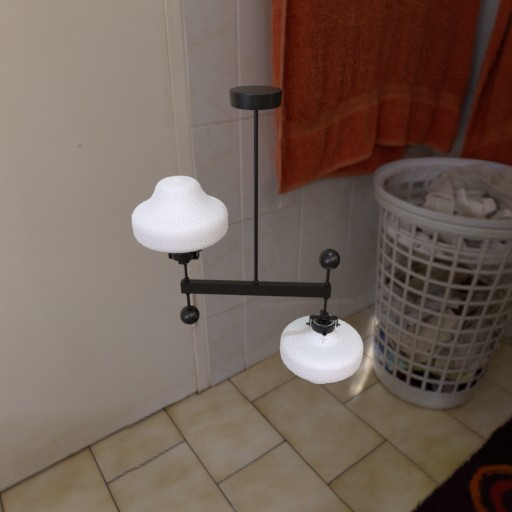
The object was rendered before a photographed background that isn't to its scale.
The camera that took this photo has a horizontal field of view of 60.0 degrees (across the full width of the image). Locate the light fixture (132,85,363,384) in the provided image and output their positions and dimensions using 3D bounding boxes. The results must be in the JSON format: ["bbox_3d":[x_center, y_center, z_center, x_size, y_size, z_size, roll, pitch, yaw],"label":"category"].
[{"bbox_3d":[0.000,0.000,1.044,0.489,0.743,0.422,-18,34,-29],"label":"light fixture"}]
